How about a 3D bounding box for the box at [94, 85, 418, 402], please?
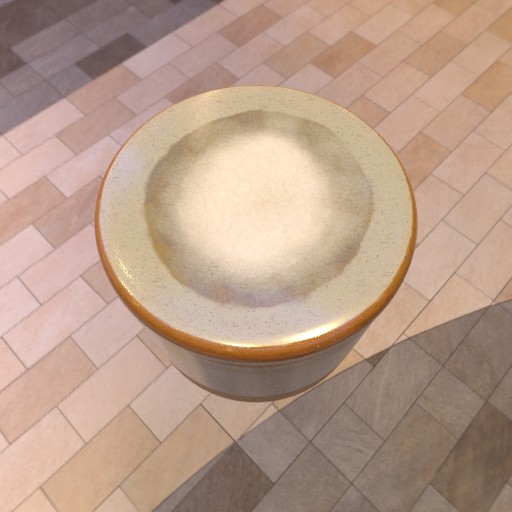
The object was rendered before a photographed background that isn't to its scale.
[{"bbox_3d":[0.000,0.000,0.210,0.123,0.100,0.123,0,63,0],"label":"box"}]
